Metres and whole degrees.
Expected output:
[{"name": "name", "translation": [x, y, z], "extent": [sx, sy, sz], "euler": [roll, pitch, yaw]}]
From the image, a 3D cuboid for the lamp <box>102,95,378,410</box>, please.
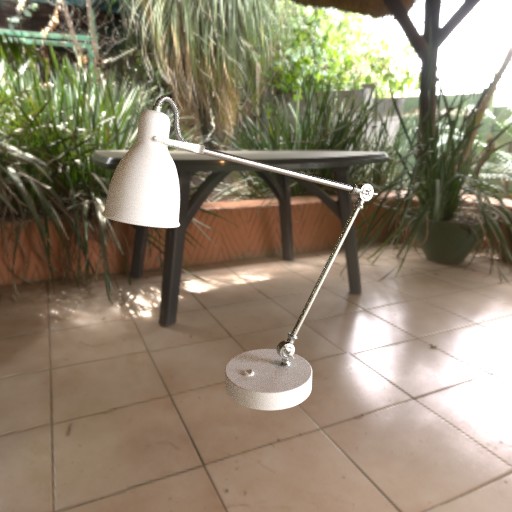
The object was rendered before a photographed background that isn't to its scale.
[{"name": "lamp", "translation": [0.000, 0.000, 0.872], "extent": [0.561, 0.587, 0.187], "euler": [-7, 17, -25]}]
